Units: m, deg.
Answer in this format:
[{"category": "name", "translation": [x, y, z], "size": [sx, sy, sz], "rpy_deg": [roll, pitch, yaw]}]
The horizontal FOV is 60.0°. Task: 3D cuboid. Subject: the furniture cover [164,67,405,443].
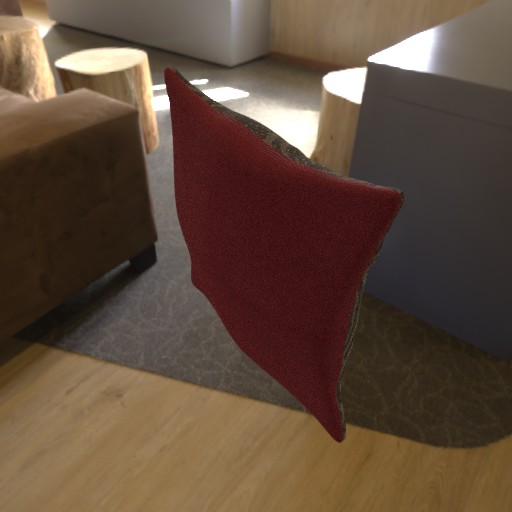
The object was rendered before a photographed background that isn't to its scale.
[{"category": "furniture cover", "translation": [0.000, 0.000, 0.775], "size": [0.163, 0.513, 0.514], "rpy_deg": [-25, 46, -27]}]
